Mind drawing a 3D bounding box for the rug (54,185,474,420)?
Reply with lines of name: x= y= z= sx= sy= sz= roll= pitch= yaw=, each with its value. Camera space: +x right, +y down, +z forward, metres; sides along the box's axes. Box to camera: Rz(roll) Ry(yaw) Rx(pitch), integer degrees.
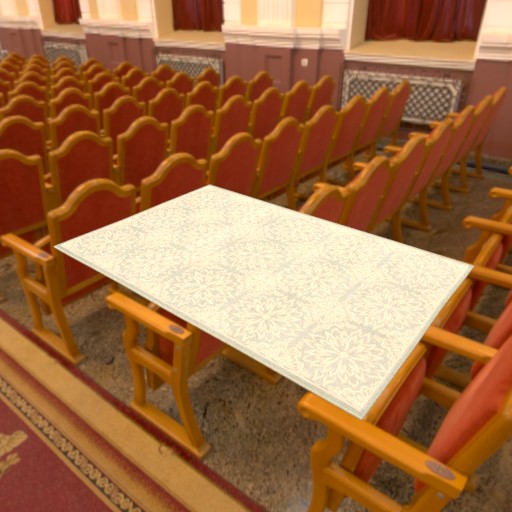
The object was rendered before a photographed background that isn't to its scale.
rug: x=0.000 y=0.000 z=2.318 sx=1.840 sy=0.012 sz=1.219 roll=22 pitch=36 yaw=33
